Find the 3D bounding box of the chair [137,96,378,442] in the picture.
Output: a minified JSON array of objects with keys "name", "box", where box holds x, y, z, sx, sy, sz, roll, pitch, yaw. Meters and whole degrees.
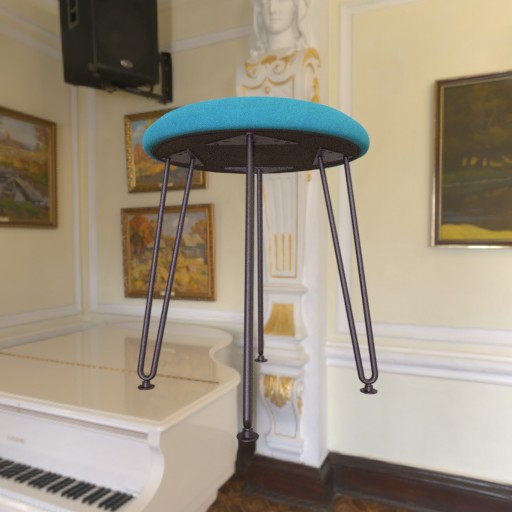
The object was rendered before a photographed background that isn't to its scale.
[{"name":"chair","box":[0.000,0.000,0.708,0.350,0.430,0.350,1,2,36]}]
